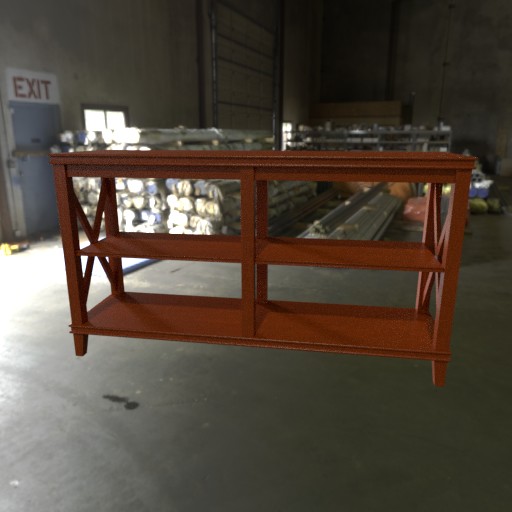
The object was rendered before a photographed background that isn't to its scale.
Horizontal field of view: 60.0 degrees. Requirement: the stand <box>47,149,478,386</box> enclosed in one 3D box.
[{"bbox_3d":[0.000,0.000,1.679,1.372,0.762,0.381,2,16,9],"label":"stand"}]
